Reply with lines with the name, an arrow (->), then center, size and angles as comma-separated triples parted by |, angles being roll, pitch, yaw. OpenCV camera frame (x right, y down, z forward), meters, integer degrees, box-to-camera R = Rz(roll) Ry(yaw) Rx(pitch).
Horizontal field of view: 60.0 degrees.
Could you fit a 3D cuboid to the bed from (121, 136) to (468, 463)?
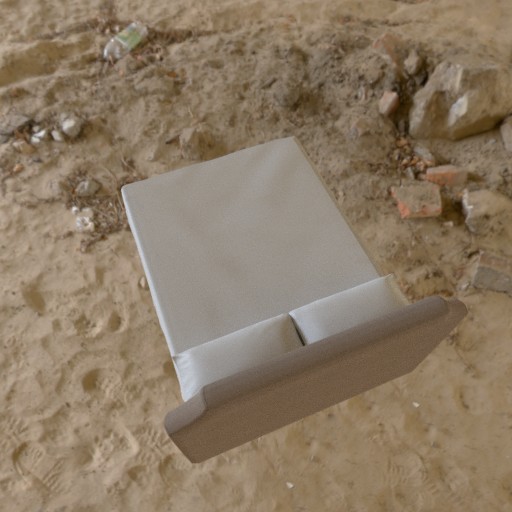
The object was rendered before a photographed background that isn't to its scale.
bed -> 0.000, 0.000, 3.270 | 1.828, 1.303, 2.164 | -19, 60, -11
